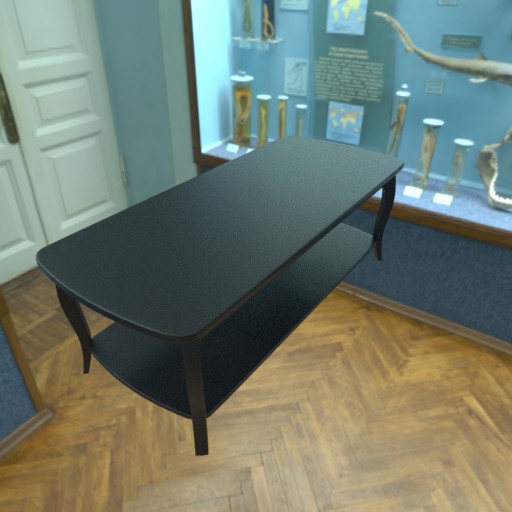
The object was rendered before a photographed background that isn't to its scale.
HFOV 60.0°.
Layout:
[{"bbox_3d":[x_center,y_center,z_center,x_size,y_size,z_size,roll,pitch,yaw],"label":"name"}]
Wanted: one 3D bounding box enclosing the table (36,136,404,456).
[{"bbox_3d":[0.000,0.000,1.586,0.571,0.457,1.333,21,38,30],"label":"table"}]
